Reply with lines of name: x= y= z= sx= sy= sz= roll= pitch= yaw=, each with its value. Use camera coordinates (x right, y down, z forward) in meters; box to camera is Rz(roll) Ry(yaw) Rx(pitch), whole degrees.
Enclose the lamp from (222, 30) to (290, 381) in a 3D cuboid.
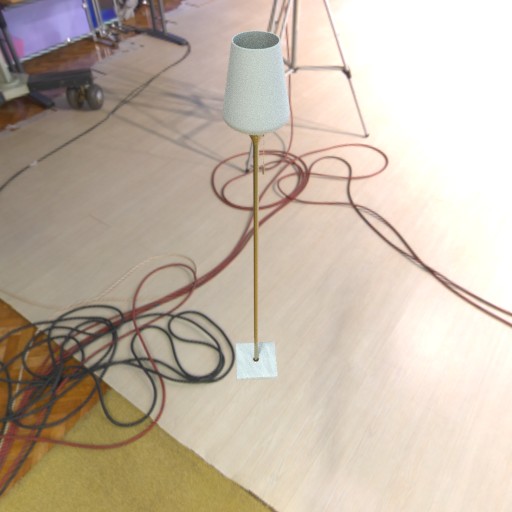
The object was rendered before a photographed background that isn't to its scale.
lamp: x=0.000 y=0.000 z=1.934 sx=0.232 sy=1.813 sz=0.229 roll=-2 pitch=47 yaw=-2
